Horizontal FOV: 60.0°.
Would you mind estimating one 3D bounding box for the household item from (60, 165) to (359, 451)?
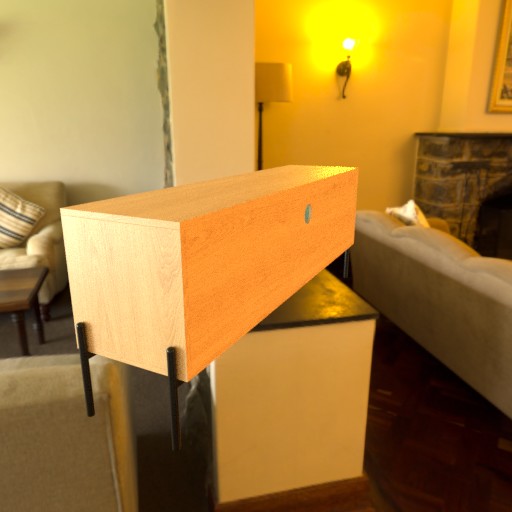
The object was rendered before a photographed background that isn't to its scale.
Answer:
[{"bbox_3d":[0.000,0.000,1.790,0.400,0.600,1.550,8,18,26],"label":"household item"}]
